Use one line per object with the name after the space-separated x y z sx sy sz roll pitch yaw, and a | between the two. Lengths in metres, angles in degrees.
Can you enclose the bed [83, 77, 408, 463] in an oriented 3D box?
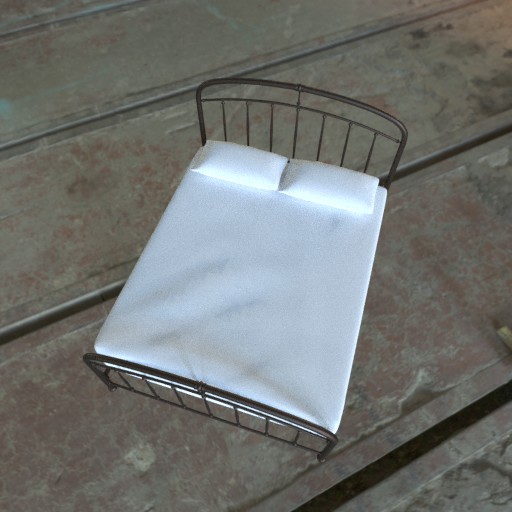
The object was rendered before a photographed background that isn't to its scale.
0.000 0.000 3.240 1.711 1.425 2.180 15 59 9 | bed
